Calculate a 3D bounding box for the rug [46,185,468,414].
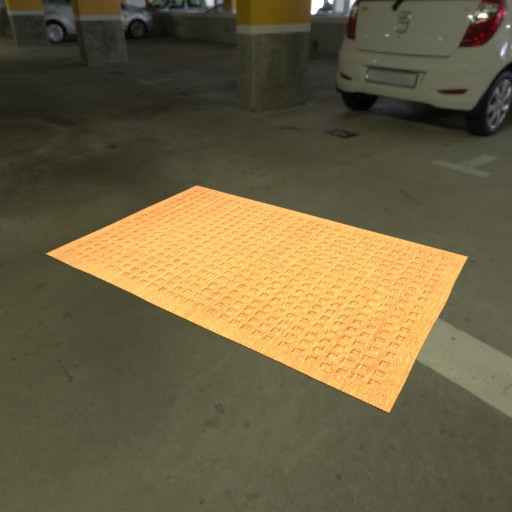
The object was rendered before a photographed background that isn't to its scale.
[{"bbox_3d":[0.000,0.000,2.182,1.747,0.006,1.143,19,35,29],"label":"rug"}]
